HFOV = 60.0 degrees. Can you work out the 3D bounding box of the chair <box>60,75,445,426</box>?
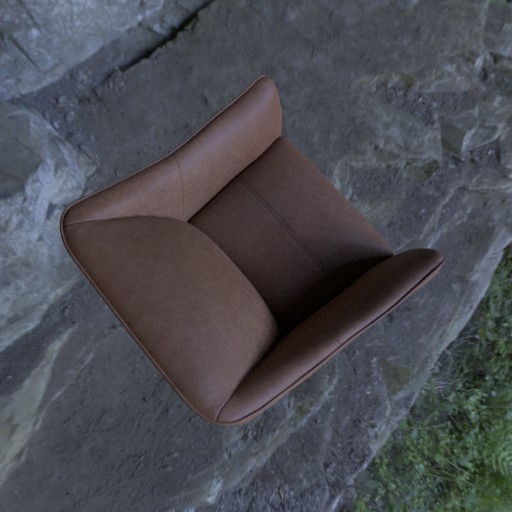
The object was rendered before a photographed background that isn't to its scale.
[{"bbox_3d":[0.000,0.000,1.541,0.852,0.830,0.871,-40,80,-9],"label":"chair"}]
